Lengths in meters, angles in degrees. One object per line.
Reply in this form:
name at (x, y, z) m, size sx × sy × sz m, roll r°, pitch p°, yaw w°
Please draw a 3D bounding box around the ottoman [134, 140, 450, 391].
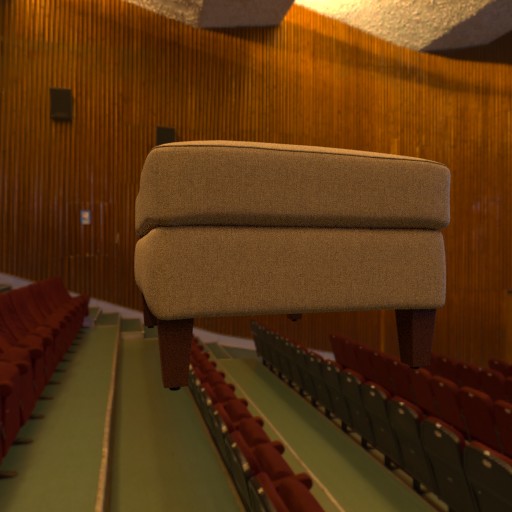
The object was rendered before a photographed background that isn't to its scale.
ottoman at (0.000, 0.000, 1.309) m, size 0.677 × 0.519 × 0.898 m, roll 0°, pitch 0°, yaw -17°
